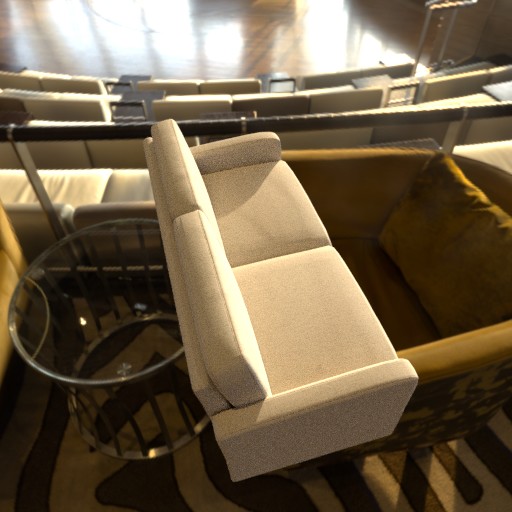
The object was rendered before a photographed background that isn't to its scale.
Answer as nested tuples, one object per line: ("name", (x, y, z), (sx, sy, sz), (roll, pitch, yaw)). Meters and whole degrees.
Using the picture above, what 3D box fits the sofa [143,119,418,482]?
("sofa", (0.000, 0.000, 2.294), (0.894, 0.831, 1.808), (-12, 48, -11))
